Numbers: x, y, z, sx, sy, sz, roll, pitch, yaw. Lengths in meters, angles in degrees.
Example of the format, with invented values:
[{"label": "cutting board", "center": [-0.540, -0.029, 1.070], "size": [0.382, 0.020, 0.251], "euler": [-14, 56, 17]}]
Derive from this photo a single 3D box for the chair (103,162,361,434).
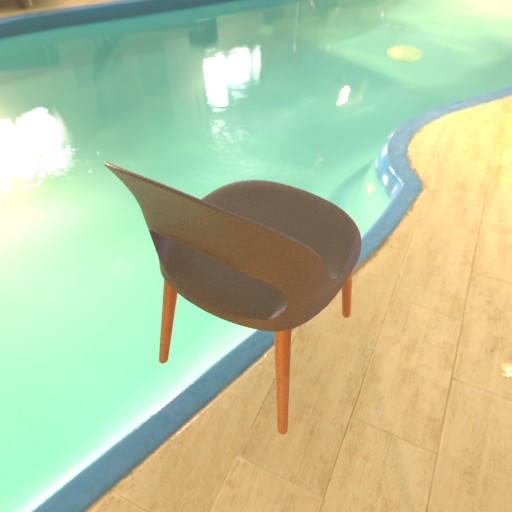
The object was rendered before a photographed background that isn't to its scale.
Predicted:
[{"label": "chair", "center": [0.000, 0.000, 1.145], "size": [0.470, 0.795, 0.556], "euler": [24, 50, 21]}]
